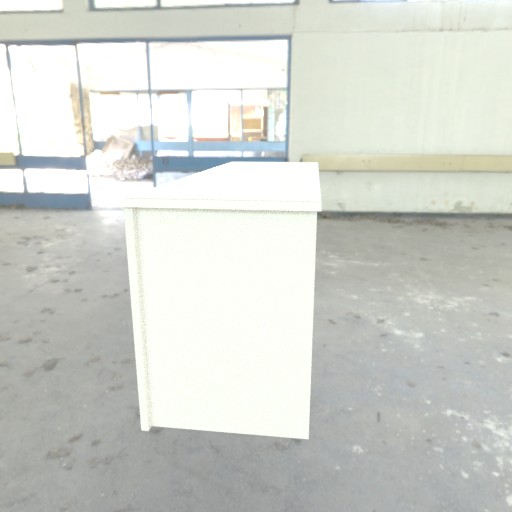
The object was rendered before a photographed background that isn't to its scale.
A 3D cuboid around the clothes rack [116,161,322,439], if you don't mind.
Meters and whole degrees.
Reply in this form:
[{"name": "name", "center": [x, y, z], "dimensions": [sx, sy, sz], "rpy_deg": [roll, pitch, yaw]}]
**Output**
[{"name": "clothes rack", "center": [0.000, 0.000, 1.509], "dimensions": [0.405, 0.558, 1.218], "rpy_deg": [2, 16, 7]}]
